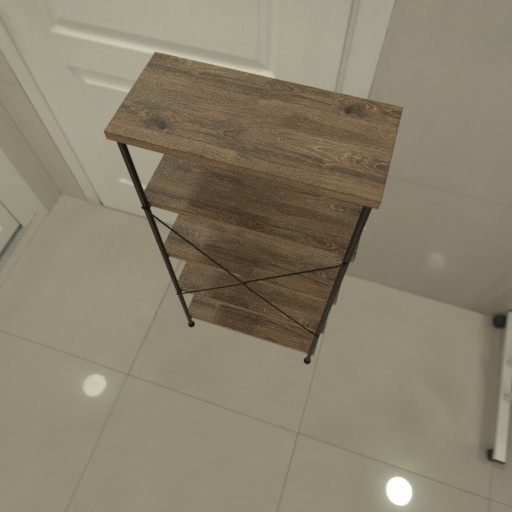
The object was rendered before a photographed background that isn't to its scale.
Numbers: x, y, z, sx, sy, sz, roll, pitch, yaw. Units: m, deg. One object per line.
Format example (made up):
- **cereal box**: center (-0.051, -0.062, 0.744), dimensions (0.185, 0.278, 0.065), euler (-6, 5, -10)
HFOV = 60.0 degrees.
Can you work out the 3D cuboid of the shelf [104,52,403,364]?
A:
- **shelf**: center (0.000, 0.000, 2.040), dimensions (0.800, 1.700, 0.360), euler (16, 63, 8)
